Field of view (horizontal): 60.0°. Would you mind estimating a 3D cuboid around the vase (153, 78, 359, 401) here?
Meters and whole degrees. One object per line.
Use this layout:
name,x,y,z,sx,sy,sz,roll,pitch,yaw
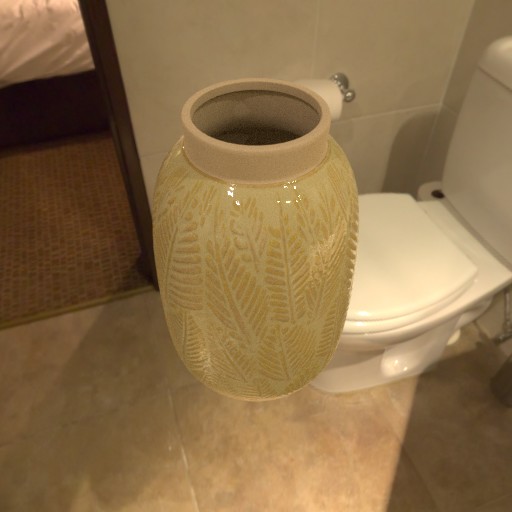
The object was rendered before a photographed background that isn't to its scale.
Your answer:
vase,0.000,0.000,0.382,0.172,0.270,0.172,0,46,0
